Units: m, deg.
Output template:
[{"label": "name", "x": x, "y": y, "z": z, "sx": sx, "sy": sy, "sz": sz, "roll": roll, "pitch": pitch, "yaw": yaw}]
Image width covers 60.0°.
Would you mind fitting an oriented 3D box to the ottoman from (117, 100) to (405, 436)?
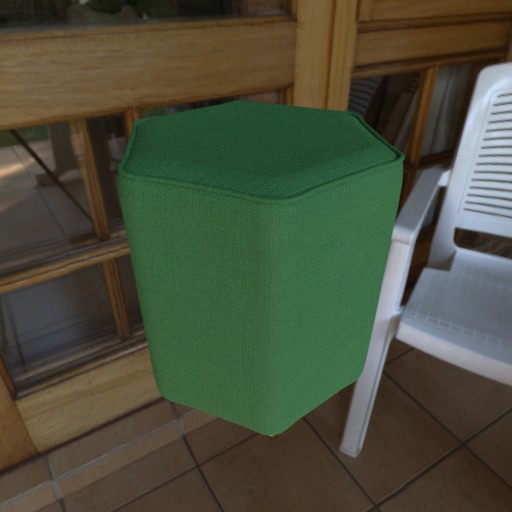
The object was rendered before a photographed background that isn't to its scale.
[{"label": "ottoman", "x": 0.000, "y": 0.000, "z": 0.887, "sx": 0.499, "sy": 0.507, "sz": 0.444, "roll": -23, "pitch": 40, "yaw": -31}]
